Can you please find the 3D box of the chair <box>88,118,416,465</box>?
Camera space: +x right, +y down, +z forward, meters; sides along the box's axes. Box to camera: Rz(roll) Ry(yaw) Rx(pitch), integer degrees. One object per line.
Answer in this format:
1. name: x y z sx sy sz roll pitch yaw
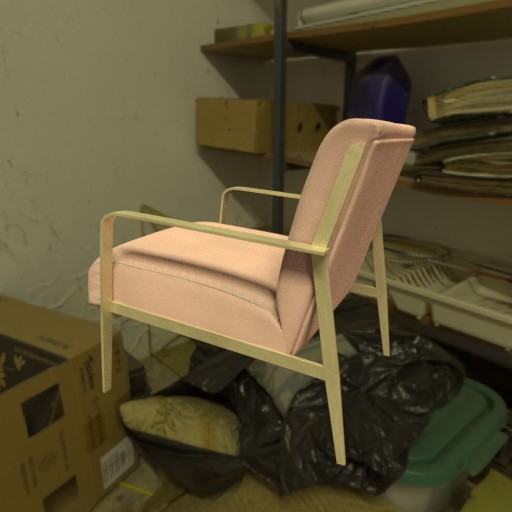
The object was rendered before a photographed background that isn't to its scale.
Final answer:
1. chair: 0.000 0.000 1.425 0.848 0.823 0.701 7 17 25
